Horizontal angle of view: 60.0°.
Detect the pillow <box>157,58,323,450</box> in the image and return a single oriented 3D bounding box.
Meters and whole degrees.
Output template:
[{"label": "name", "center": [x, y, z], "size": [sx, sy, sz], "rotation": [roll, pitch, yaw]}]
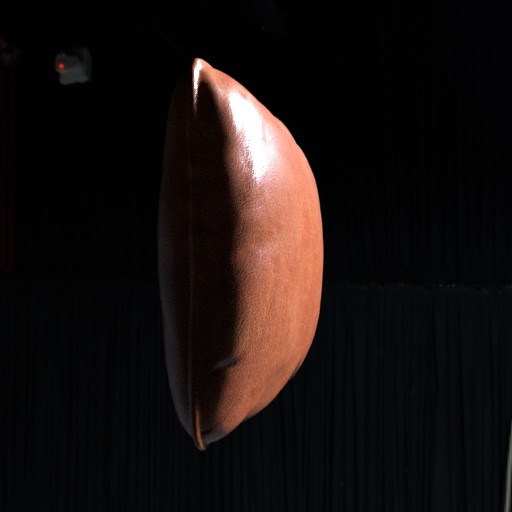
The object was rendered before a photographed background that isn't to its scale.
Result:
[{"label": "pillow", "center": [0.000, 0.000, 0.809], "size": [0.236, 0.523, 0.532], "rotation": [0, -1, 17]}]
